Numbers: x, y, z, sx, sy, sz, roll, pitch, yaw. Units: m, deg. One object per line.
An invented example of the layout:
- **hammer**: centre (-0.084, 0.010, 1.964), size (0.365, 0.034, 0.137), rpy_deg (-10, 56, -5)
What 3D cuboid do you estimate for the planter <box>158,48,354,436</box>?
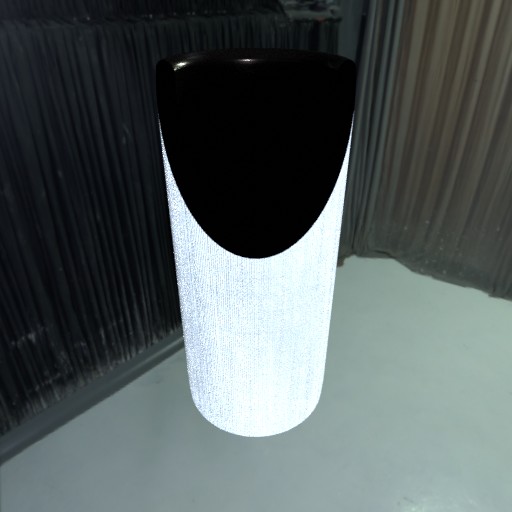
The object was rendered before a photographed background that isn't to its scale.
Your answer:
- **planter**: centre (0.000, 0.000, 0.126), size (0.045, 0.103, 0.045), rpy_deg (23, 39, 32)
